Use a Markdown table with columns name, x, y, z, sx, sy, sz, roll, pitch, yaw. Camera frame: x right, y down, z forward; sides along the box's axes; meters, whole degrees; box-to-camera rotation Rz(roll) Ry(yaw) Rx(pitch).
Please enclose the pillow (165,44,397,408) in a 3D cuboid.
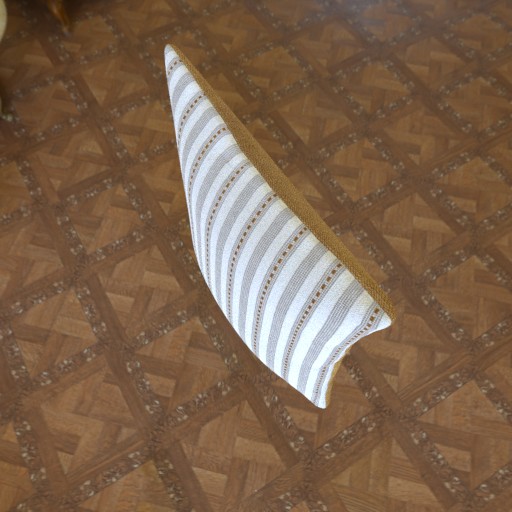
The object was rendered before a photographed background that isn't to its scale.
| name | x | y | z | sx | sy | sz | roll | pitch | yaw |
| --- | --- | --- | --- | --- | --- | --- | --- | --- | --- |
| pillow | 0.000 | 0.000 | 0.651 | 0.147 | 0.437 | 0.432 | -30 | 66 | -15 |
